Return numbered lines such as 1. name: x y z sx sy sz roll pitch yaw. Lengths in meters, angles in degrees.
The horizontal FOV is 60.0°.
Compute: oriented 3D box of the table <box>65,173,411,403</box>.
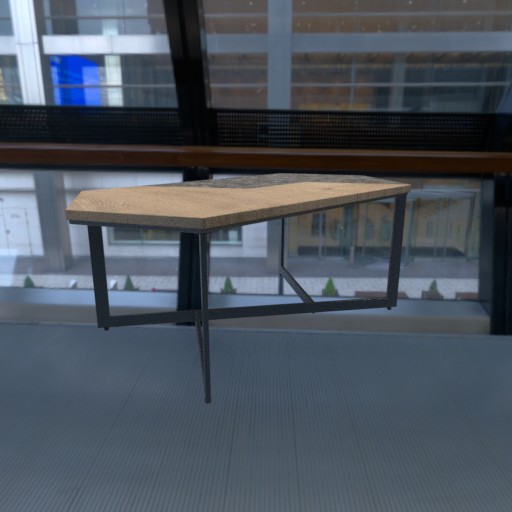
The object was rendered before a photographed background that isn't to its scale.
1. table: 0.000 0.000 1.489 1.219 0.457 0.609 -14 21 -42
